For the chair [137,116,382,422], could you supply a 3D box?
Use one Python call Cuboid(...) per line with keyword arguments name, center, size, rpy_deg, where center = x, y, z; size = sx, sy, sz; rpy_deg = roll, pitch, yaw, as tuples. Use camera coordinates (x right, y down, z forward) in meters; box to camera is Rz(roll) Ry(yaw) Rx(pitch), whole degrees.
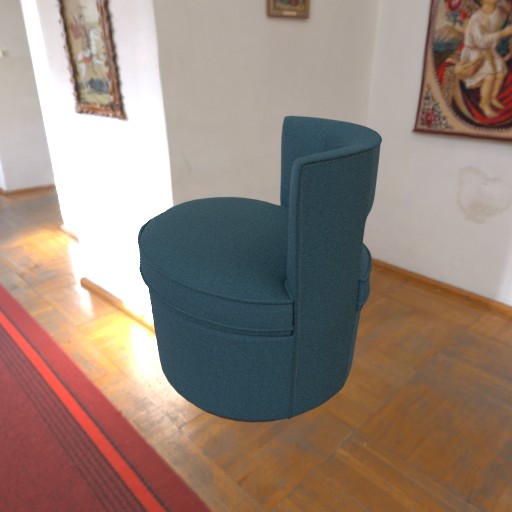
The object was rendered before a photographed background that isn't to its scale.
Cuboid(name="chair", center=(0.000, 0.000, 1.288), size=(0.660, 0.711, 0.684), rpy_deg=(1, 25, 1))
